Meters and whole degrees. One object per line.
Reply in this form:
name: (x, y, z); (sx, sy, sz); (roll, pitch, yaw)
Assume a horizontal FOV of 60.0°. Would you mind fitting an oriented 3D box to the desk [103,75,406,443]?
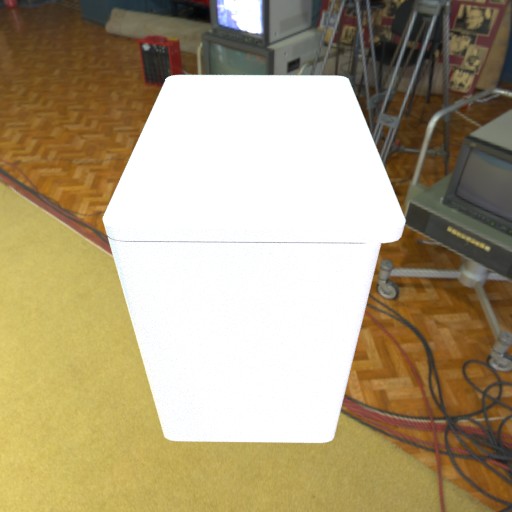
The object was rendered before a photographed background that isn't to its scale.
desk: (0.000, 0.000, 1.330); (0.549, 0.800, 0.762); (0, 41, 1)
